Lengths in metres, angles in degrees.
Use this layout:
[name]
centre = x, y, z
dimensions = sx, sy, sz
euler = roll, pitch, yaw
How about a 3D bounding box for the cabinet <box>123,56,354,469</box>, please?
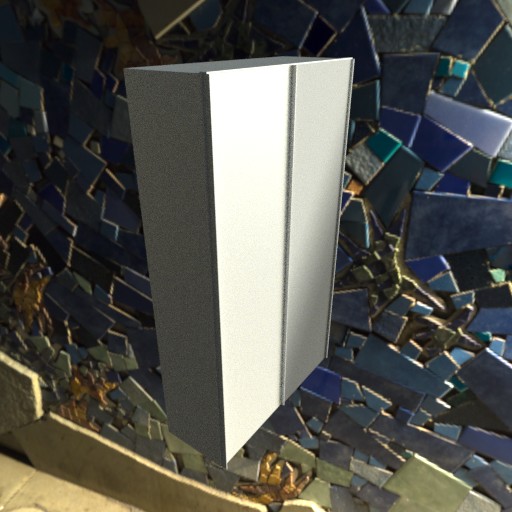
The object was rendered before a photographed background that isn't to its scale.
[cabinet]
centre = 0.000, 0.000, 2.684
dimensions = 0.480, 2.160, 1.250
euler = 18, 32, 32
